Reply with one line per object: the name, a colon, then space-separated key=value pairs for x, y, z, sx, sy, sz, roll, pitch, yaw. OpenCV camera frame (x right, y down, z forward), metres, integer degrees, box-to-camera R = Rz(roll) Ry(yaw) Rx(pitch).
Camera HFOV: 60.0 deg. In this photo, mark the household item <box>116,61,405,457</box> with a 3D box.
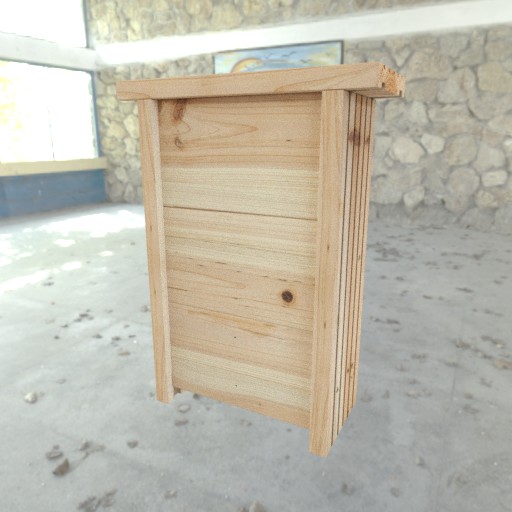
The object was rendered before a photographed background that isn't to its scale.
household item: x=0.000 y=0.000 z=0.547 sx=0.301 sy=0.407 sz=0.123 roll=8 pitch=17 yaw=27
